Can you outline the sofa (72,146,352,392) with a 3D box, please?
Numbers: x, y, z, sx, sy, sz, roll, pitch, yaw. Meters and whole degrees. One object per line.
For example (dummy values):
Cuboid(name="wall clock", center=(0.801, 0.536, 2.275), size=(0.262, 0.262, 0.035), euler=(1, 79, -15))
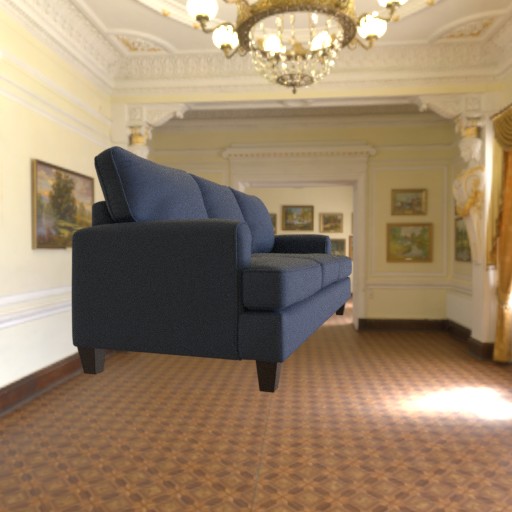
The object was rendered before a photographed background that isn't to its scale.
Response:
Cuboid(name="sofa", center=(0.000, 0.000, 2.703), size=(0.951, 0.965, 2.158), euler=(0, 1, 18))
